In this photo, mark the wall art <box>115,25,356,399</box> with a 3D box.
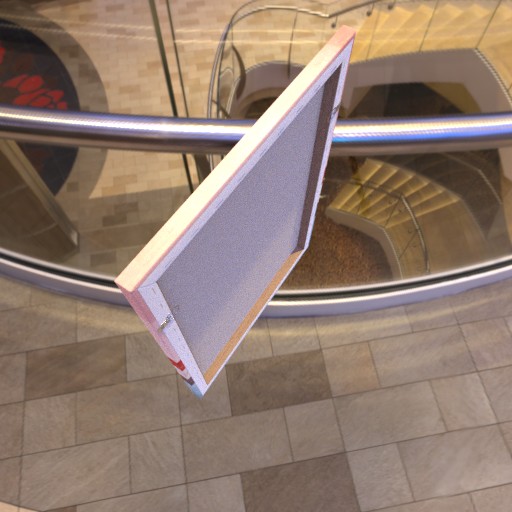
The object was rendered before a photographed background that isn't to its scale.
[{"bbox_3d":[0.000,0.000,1.304,0.039,1.016,0.761,31,67,15],"label":"wall art"}]
